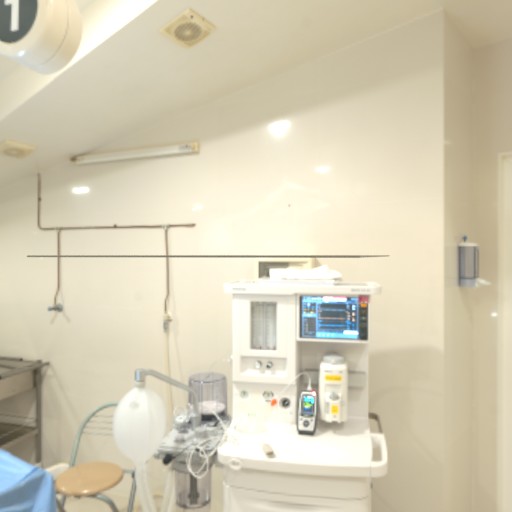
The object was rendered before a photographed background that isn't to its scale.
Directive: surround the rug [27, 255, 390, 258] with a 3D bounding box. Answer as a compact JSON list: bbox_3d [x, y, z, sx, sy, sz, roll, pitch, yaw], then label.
[{"bbox_3d":[0.000,0.000,4.396,2.393,0.013,3.307,0,0,19],"label":"rug"}]
